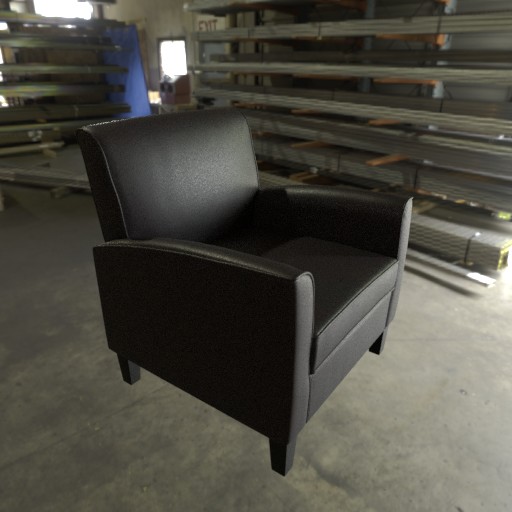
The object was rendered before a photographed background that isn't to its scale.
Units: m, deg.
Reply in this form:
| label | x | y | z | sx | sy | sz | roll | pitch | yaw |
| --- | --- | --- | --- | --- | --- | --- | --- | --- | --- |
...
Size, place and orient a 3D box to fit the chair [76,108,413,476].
| label | x | y | z | sx | sy | sz | roll | pitch | yaw |
| --- | --- | --- | --- | --- | --- | --- | --- | --- | --- |
| chair | 0.000 | 0.000 | 1.553 | 0.819 | 0.916 | 0.820 | 16 | 29 | 33 |
